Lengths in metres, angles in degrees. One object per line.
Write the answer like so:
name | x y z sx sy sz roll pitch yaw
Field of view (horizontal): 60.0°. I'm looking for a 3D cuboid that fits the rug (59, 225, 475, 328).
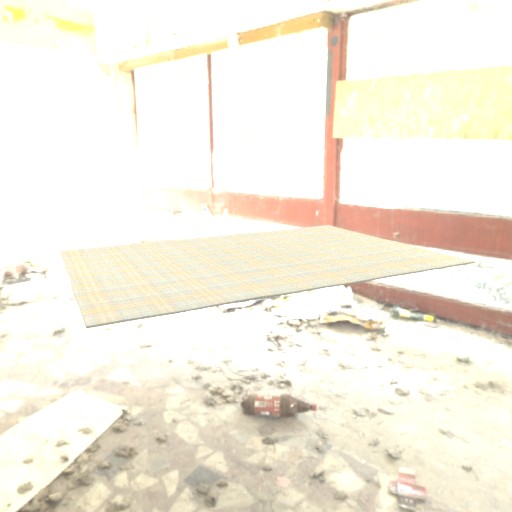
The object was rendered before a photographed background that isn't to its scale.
rug | 0.000 0.000 2.333 1.835 0.012 1.231 -7 15 -26
